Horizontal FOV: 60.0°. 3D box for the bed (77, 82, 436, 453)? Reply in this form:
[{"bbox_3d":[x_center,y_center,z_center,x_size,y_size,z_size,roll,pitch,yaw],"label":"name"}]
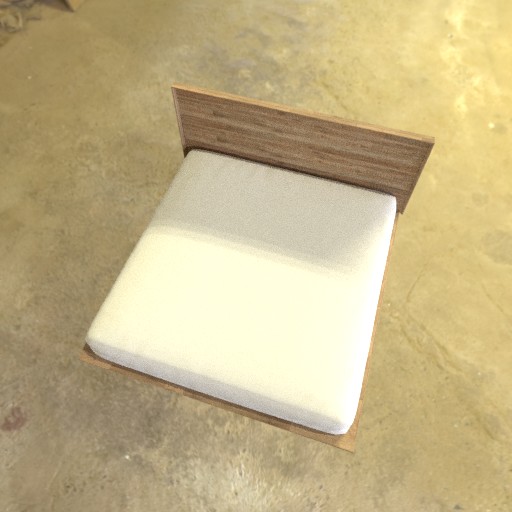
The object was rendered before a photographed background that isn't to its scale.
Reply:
[{"bbox_3d":[0.000,0.000,3.388,2.116,1.100,2.167,15,59,10],"label":"bed"}]
